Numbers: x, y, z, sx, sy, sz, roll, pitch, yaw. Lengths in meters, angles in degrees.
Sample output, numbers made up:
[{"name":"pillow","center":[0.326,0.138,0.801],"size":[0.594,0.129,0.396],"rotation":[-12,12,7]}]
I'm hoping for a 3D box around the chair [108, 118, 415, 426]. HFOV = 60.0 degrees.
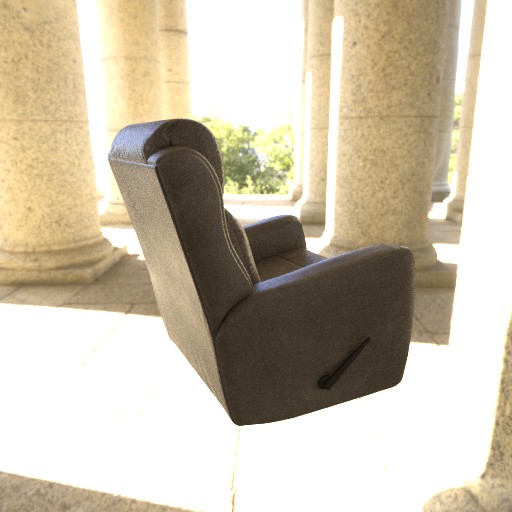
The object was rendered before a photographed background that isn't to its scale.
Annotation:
[{"name":"chair","center":[0.000,0.000,1.947],"size":[1.068,1.116,0.967],"rotation":[-7,16,-26]}]
